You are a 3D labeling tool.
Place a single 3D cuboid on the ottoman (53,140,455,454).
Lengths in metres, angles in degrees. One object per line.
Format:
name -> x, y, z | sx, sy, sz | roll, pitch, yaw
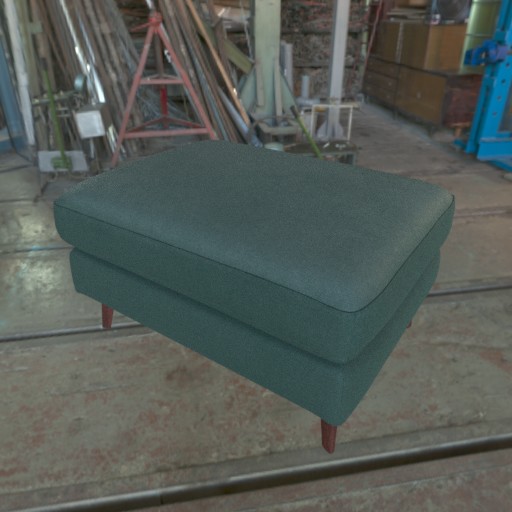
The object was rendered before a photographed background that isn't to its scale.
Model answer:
ottoman -> 0.000, 0.000, 1.131 | 0.811, 0.449, 0.608 | 19, 35, 30
